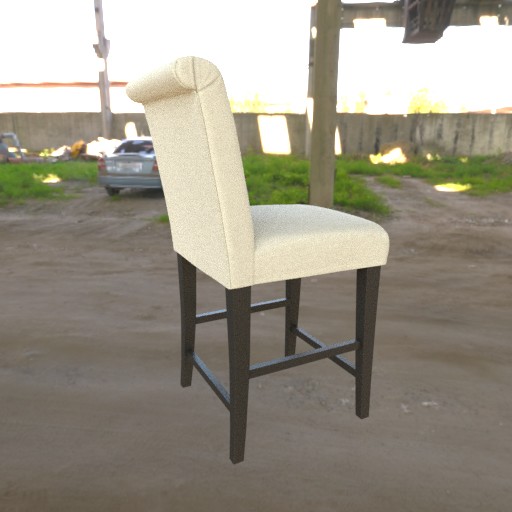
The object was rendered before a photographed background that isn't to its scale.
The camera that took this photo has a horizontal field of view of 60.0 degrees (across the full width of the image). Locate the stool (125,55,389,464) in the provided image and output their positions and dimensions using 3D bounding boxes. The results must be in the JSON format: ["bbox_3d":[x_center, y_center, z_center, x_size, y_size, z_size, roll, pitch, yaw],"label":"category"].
[{"bbox_3d":[0.000,0.000,1.284,0.597,0.976,0.452,-8,17,-27],"label":"stool"}]
